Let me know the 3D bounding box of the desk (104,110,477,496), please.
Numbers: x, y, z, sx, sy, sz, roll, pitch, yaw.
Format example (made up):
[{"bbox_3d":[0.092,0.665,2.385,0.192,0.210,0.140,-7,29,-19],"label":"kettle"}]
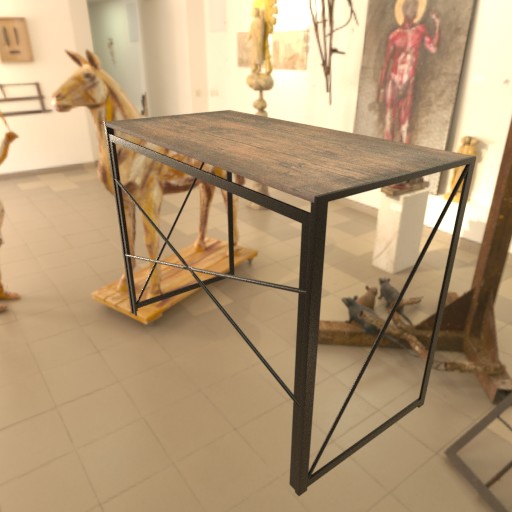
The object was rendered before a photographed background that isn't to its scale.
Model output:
[{"bbox_3d":[0.000,0.000,1.405,0.505,0.747,1.015,-18,31,-33],"label":"desk"}]
